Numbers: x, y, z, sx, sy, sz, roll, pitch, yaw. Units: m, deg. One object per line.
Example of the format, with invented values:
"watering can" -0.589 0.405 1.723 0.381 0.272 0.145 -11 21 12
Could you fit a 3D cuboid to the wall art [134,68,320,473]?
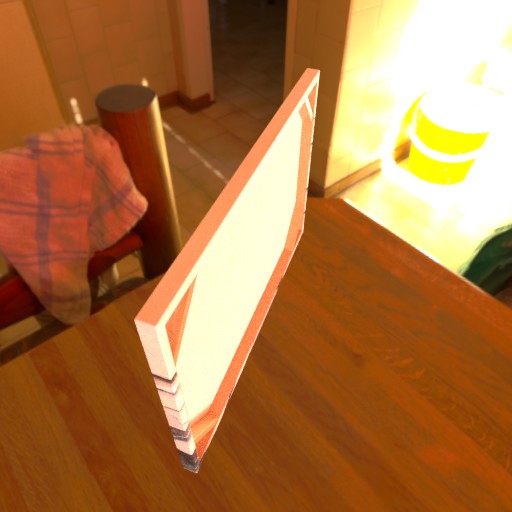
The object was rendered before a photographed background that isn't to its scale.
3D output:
"wall art" 0.000 0.000 1.151 0.039 0.609 0.914 15 48 14
